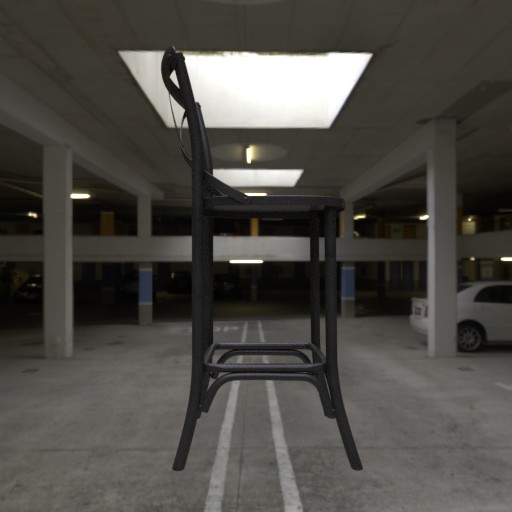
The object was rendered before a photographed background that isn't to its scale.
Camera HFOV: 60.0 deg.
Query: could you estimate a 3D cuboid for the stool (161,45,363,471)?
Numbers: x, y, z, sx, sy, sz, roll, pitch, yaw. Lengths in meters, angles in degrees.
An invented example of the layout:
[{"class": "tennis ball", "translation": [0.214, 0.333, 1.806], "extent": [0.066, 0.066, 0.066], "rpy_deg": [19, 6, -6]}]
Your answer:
[{"class": "stool", "translation": [0.000, 0.000, 1.408], "extent": [0.584, 1.168, 0.457], "rpy_deg": [0, 0, -1]}]
